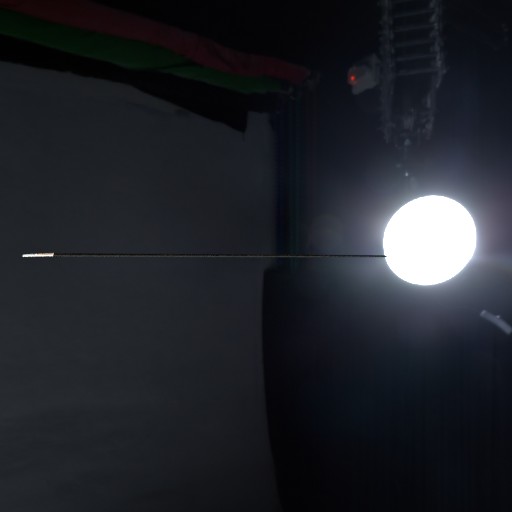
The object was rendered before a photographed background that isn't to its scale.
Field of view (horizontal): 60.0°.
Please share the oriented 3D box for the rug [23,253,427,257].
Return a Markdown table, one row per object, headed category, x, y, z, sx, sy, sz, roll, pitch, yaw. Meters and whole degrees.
| category | x | y | z | sx | sy | sz | roll | pitch | yaw |
| --- | --- | --- | --- | --- | --- | --- | --- | --- | --- |
| rug | 0.000 | 0.000 | 2.532 | 2.287 | 0.011 | 0.687 | 0 | 0 | -36 |
